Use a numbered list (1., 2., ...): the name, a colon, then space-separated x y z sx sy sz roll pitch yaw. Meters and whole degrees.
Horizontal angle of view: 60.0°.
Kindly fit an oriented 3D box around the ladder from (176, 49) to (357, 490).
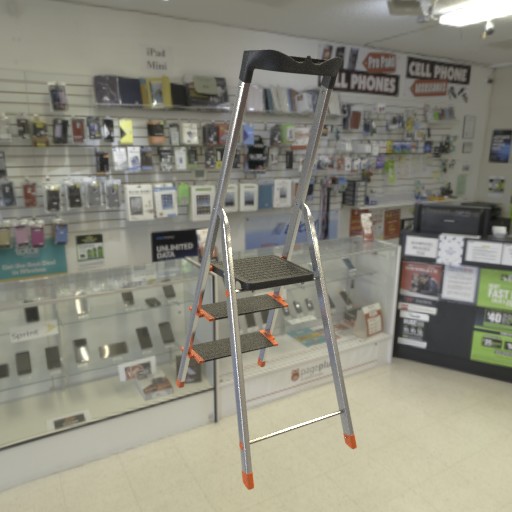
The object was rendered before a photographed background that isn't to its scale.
1. ladder: 0.000 0.000 1.547 0.416 1.229 0.686 -7 16 -27
